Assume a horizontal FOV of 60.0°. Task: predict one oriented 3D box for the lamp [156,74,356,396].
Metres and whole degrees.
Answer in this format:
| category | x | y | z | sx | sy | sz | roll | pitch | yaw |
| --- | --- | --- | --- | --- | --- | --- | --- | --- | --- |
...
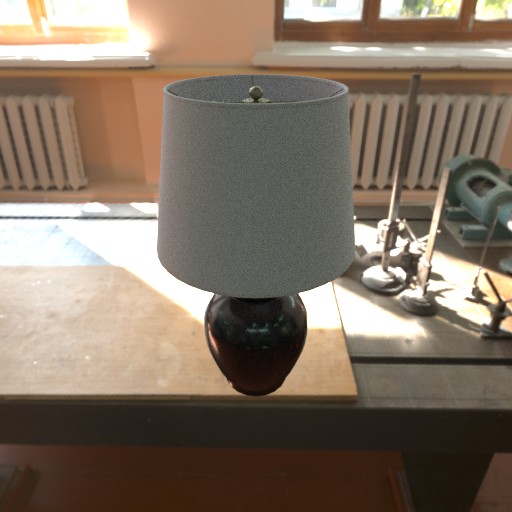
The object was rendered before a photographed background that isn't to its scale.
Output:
| category | x | y | z | sx | sy | sz | roll | pitch | yaw |
| --- | --- | --- | --- | --- | --- | --- | --- | --- | --- |
| lamp | 0.000 | 0.000 | 0.553 | 0.239 | 0.399 | 0.239 | 0 | 29 | 0 |
